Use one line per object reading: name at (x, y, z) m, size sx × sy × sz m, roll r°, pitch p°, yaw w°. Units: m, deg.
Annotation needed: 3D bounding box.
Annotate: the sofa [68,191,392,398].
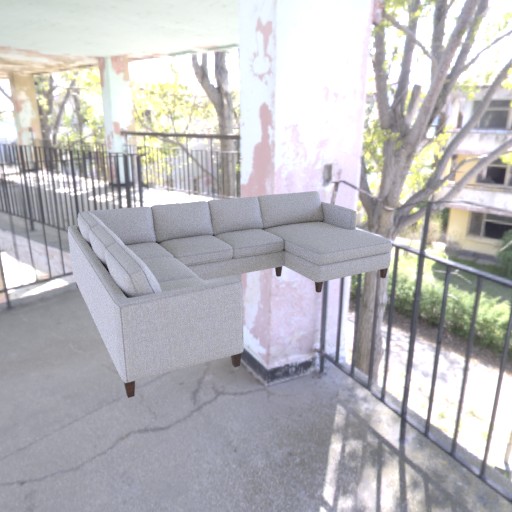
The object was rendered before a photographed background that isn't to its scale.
sofa at (0.000, 0.000, 4.684) m, size 3.403 × 0.889 × 2.551 m, roll -9°, pitch 19°, yaw -28°
